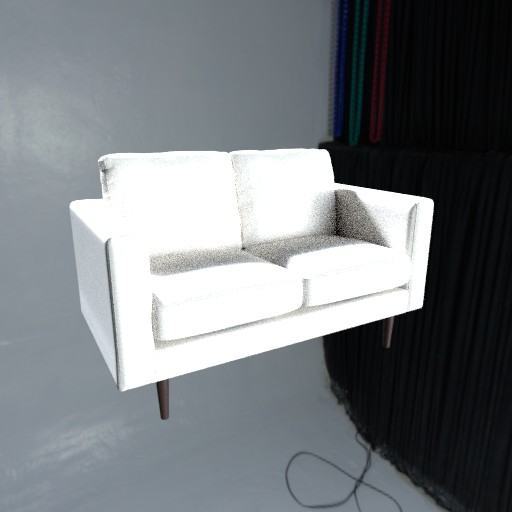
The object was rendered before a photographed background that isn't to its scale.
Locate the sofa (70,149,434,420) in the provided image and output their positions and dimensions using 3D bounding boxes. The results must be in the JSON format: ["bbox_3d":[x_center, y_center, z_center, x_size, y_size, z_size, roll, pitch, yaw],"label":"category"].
[{"bbox_3d":[0.000,0.000,1.998,1.430,0.908,0.796,-9,18,-28],"label":"sofa"}]
